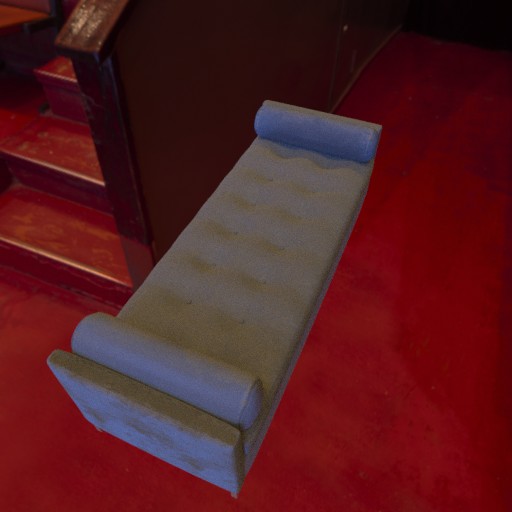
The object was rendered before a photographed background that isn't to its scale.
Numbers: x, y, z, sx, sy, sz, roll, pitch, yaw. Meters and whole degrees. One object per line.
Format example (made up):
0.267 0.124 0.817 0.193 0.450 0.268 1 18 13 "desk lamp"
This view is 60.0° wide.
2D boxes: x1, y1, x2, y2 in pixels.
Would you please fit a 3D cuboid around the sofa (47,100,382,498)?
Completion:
0.000 0.000 2.367 0.796 0.705 2.102 18 50 16 "sofa"
